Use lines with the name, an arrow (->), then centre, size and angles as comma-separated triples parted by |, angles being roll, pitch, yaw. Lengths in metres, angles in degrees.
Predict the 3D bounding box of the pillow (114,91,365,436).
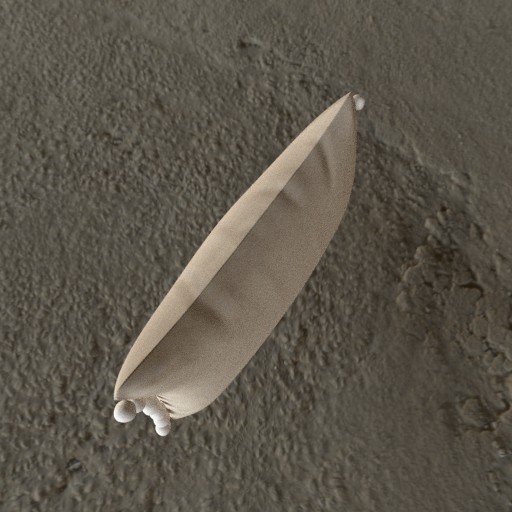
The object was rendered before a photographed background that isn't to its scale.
pillow -> 0.000, 0.000, 0.827 | 0.201, 0.322, 0.709 | 30, 67, 14
